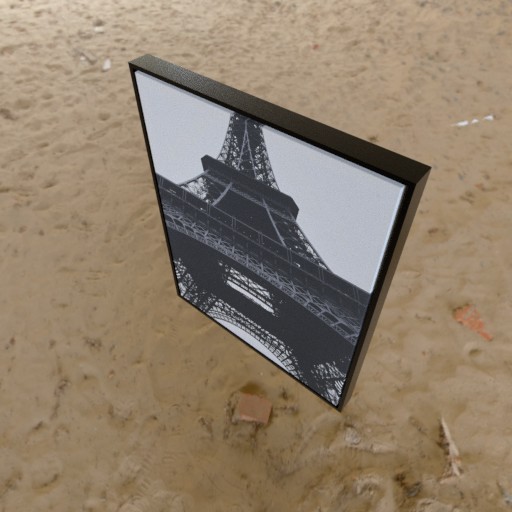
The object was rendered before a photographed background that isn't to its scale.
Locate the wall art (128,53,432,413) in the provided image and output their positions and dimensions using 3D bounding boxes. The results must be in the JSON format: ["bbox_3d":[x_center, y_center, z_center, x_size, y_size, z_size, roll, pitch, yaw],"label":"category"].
[{"bbox_3d":[0.000,0.000,0.760,0.451,0.553,0.039,31,54,26],"label":"wall art"}]
